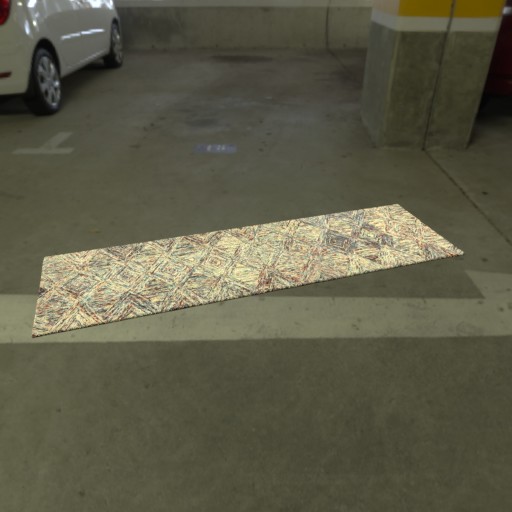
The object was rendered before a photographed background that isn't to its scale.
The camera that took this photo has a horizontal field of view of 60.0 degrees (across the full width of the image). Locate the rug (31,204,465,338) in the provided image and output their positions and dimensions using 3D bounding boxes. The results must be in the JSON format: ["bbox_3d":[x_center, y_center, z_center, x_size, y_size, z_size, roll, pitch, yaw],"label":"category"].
[{"bbox_3d":[0.000,0.000,2.514,2.292,0.015,0.688,-10,33,-15],"label":"rug"}]
